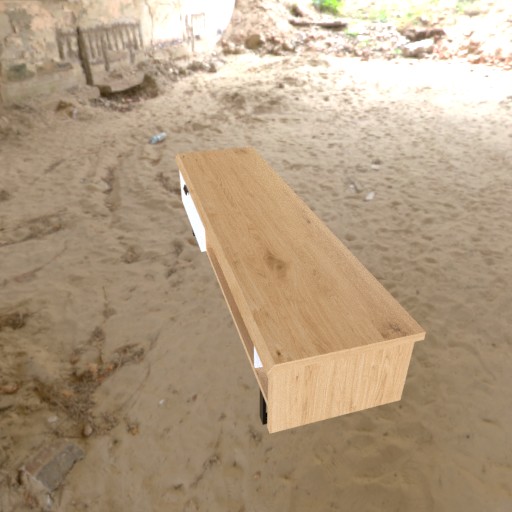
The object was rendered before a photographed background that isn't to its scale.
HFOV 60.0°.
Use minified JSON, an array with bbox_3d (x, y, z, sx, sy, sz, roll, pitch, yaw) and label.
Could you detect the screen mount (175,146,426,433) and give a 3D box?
[{"bbox_3d":[0.000,0.000,1.944,0.450,0.430,1.700,-9,32,-14],"label":"screen mount"}]
